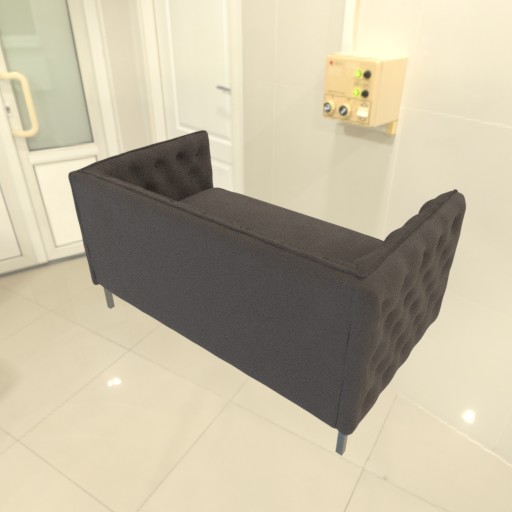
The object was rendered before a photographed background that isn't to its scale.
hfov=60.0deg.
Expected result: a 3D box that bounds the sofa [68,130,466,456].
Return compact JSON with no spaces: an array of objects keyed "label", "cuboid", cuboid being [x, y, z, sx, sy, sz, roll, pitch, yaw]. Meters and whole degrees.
[{"label":"sofa","cuboid":[0.000,0.000,2.130,1.583,0.810,0.909,22,38,32]}]
